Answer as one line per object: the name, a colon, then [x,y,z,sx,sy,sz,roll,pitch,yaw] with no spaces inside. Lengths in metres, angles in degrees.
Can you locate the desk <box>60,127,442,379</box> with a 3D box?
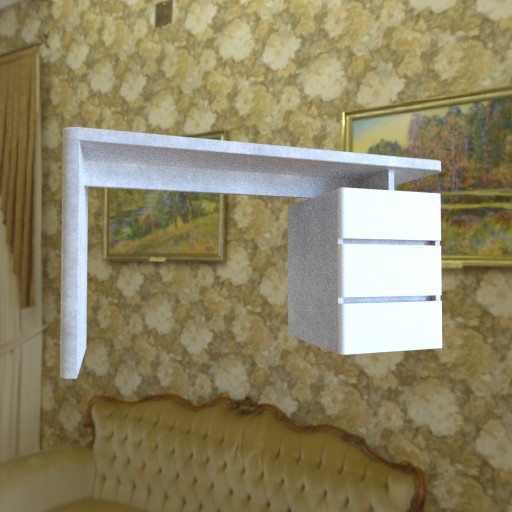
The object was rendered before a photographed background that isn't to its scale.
desk: [0.000,0.000,1.790,1.400,0.755,0.550,1,-2,-18]
